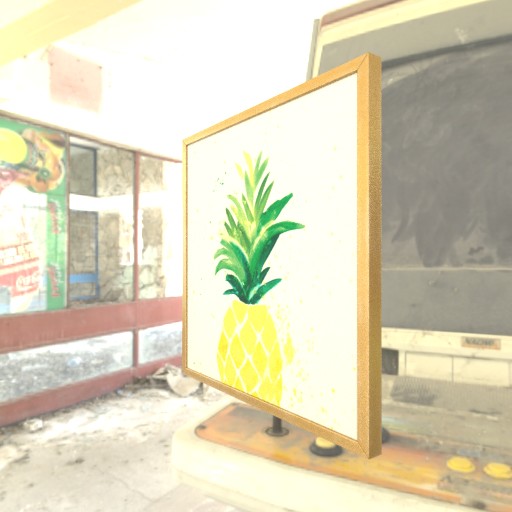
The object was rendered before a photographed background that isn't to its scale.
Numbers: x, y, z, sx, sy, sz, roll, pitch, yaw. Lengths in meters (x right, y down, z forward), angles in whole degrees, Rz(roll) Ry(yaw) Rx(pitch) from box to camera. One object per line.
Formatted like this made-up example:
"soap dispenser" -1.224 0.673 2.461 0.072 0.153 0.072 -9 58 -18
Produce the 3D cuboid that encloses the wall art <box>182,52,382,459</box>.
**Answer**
"wall art" 0.000 0.000 1.144 0.037 0.760 0.762 0 0 -36
